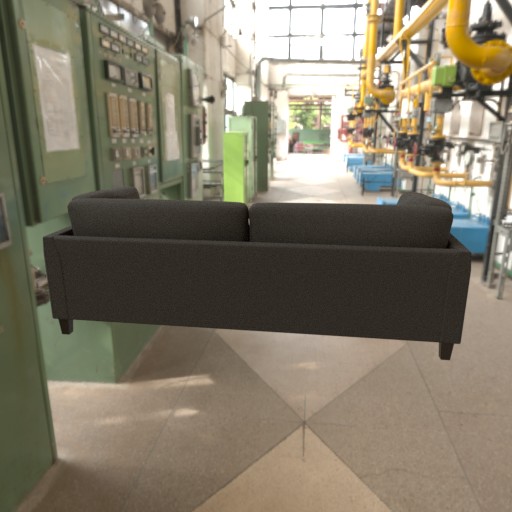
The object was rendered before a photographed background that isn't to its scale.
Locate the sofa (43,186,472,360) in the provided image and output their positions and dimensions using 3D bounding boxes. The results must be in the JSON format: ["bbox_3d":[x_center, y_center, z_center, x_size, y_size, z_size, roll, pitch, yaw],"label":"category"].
[{"bbox_3d":[0.000,0.000,2.797,2.312,0.792,0.969,2,16,8],"label":"sofa"}]
